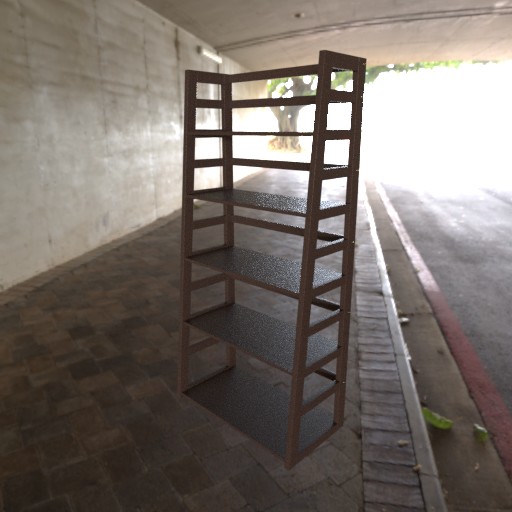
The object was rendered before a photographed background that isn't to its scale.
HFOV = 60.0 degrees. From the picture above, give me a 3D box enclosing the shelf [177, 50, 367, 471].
[{"bbox_3d":[0.000,0.000,1.987,0.763,1.600,0.403,15,22,42],"label":"shelf"}]
